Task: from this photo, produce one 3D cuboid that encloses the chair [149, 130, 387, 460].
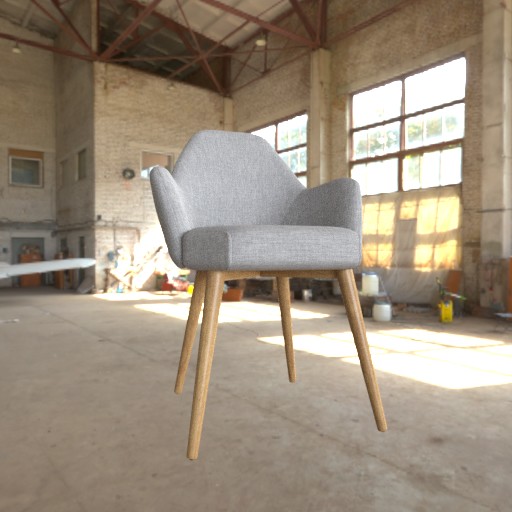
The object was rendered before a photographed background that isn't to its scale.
[{"bbox_3d":[0.000,0.000,1.245,0.590,0.840,0.610,0,0,-18],"label":"chair"}]
